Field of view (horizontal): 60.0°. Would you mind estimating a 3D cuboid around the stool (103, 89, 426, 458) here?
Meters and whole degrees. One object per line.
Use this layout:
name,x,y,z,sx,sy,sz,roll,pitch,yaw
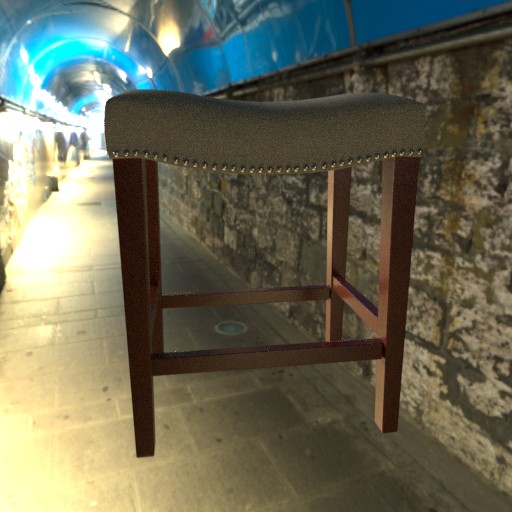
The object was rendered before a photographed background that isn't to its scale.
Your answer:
stool,0.000,0.000,0.916,0.509,0.632,0.375,-2,15,-8
